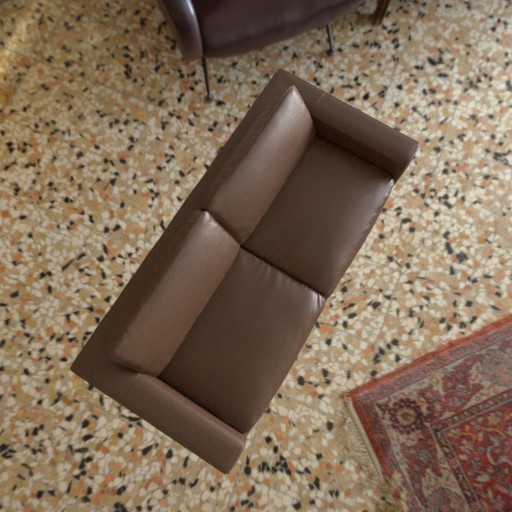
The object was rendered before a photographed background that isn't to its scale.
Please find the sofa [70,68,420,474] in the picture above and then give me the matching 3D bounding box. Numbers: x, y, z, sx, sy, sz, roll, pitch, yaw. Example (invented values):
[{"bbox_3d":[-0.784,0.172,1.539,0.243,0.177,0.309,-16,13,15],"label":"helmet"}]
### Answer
[{"bbox_3d":[0.000,0.000,2.758,1.070,0.801,2.262,31,78,7],"label":"sofa"}]
